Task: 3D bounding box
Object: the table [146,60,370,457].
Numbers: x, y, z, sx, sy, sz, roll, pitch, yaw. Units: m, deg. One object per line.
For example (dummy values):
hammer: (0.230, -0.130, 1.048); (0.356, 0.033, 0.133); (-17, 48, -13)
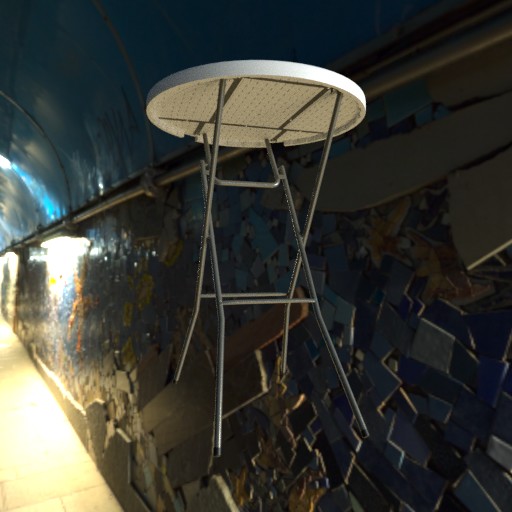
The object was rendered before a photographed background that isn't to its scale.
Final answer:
table: (0.000, 0.000, 1.644); (0.792, 1.105, 0.795); (0, -1, -17)
